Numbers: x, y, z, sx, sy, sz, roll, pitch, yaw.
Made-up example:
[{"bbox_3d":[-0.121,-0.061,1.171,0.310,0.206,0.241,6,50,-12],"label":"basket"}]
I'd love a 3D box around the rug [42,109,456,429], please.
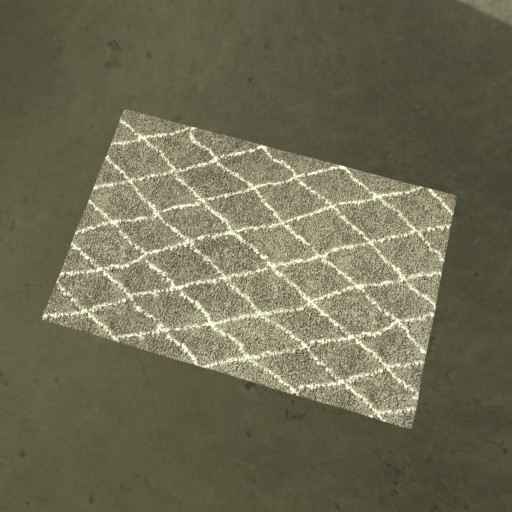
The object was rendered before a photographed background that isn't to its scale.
[{"bbox_3d":[0.000,0.000,3.339,2.743,0.030,1.778,16,77,4],"label":"rug"}]
